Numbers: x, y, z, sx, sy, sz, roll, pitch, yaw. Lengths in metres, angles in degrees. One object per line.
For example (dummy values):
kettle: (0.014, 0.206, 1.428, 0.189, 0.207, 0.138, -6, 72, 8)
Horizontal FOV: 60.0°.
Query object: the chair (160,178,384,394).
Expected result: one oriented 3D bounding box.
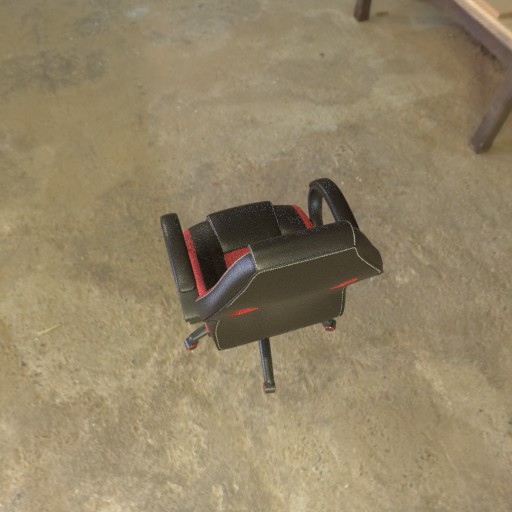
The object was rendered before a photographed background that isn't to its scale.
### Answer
chair: (0.000, 0.000, 1.745, 0.750, 1.189, 0.783, -14, 59, -9)
